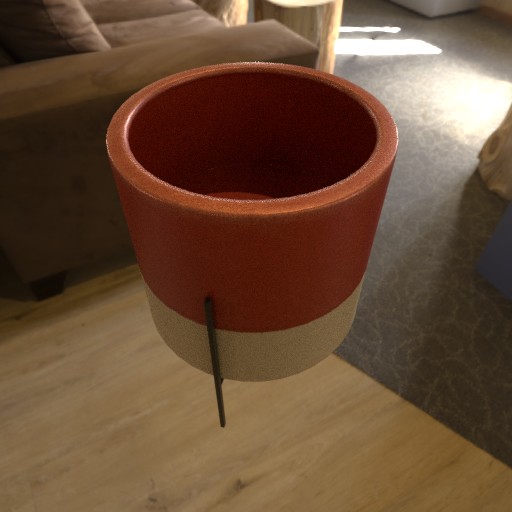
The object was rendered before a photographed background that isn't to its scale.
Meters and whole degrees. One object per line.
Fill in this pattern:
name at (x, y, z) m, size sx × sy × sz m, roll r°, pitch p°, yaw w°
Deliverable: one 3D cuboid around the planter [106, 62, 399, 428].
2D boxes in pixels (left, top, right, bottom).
planter at (0.000, 0.000, 0.695) m, size 0.354 × 0.465 × 0.345 m, roll -10°, pitch 47°, yaw -9°
